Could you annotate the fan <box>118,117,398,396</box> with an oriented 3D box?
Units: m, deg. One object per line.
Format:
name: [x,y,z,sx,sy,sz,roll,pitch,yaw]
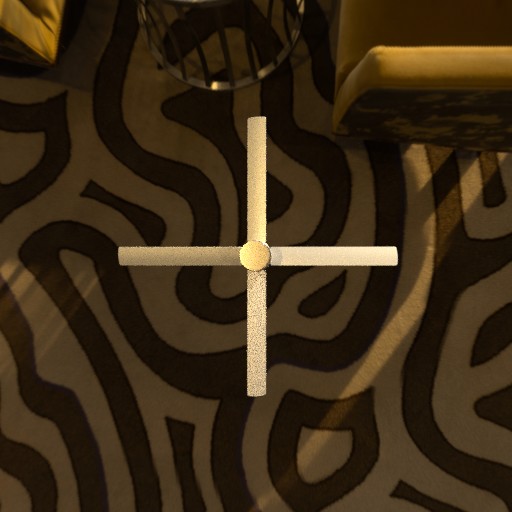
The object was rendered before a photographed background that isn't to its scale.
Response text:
fan: [0.000,0.000,1.990,1.322,0.355,1.322,0,89,2]
